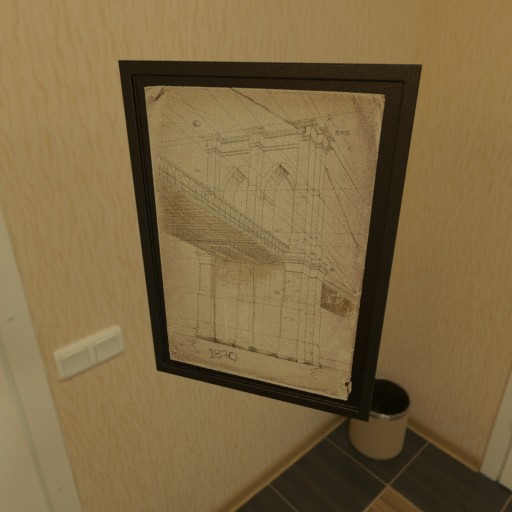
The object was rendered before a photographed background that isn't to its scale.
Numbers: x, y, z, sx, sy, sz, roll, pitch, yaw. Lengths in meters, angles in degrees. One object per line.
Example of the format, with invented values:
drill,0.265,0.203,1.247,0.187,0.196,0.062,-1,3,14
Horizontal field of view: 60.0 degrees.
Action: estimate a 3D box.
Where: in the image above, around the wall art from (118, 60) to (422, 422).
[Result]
wall art,0.000,0.000,0.819,0.480,0.657,0.016,8,27,17
